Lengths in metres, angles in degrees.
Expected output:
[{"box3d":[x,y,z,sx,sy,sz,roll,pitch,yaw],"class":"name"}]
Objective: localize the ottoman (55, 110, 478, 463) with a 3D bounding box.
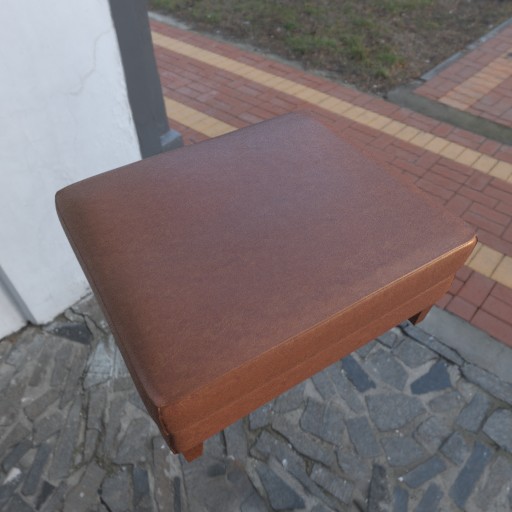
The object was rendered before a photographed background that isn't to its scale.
[{"box3d":[0.000,0.000,1.415,0.987,0.472,0.836,-24,52,-21],"class":"ottoman"}]
